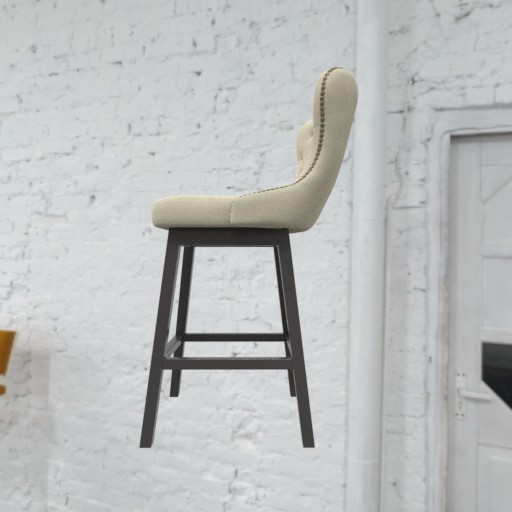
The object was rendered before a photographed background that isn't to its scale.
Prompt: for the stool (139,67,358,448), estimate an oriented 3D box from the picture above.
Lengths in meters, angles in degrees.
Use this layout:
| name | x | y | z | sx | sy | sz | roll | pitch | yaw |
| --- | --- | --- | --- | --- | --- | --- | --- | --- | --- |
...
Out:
| name | x | y | z | sx | sy | sz | roll | pitch | yaw |
| --- | --- | --- | --- | --- | --- | --- | --- | --- | --- |
| stool | 0.000 | 0.000 | 1.334 | 0.593 | 0.971 | 0.528 | 0 | 0 | 0 |
